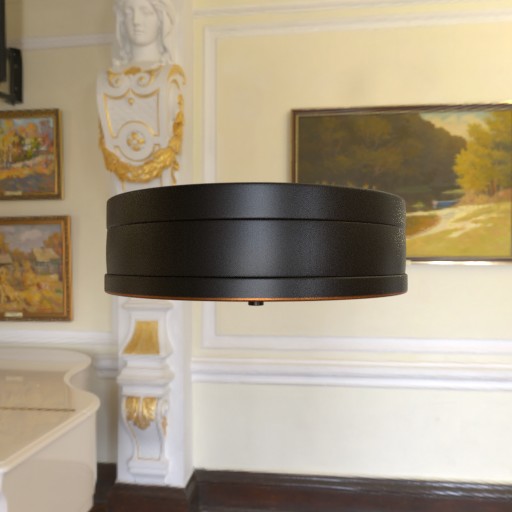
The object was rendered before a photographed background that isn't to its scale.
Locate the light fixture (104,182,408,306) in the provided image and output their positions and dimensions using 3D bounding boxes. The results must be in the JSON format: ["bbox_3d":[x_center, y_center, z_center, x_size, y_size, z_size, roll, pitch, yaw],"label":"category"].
[{"bbox_3d":[0.000,0.000,0.438,0.283,0.097,0.283,0,-1,0],"label":"light fixture"}]
